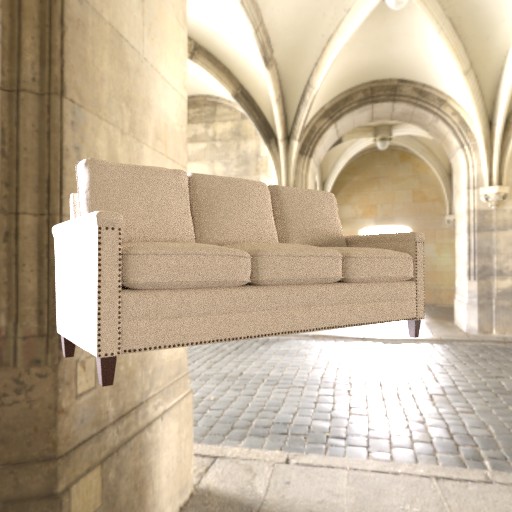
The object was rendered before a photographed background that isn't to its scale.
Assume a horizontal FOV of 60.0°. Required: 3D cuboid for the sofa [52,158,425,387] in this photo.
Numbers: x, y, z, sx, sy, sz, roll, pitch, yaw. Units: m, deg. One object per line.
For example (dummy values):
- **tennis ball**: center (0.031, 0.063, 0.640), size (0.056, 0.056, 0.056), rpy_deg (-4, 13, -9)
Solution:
- **sofa**: center (0.000, 0.000, 2.416), size (1.925, 0.961, 0.828), rpy_deg (1, -1, -35)
